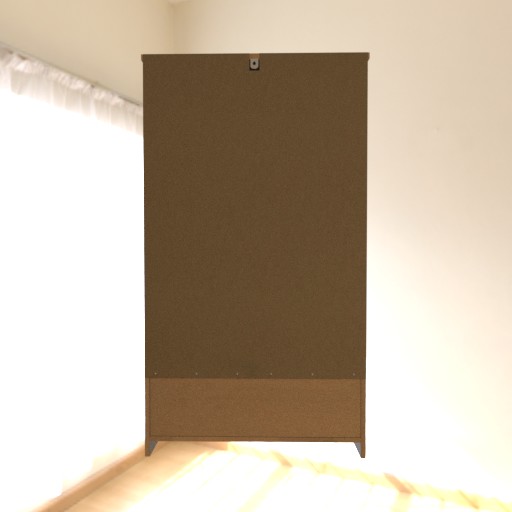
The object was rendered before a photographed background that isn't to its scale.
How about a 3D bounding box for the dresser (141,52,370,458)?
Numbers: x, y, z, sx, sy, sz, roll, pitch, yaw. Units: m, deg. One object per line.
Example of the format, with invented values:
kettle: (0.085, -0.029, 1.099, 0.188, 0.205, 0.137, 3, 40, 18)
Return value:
dresser: (0.000, 0.000, 1.571, 0.704, 1.255, 0.399, 0, 1, 1)
